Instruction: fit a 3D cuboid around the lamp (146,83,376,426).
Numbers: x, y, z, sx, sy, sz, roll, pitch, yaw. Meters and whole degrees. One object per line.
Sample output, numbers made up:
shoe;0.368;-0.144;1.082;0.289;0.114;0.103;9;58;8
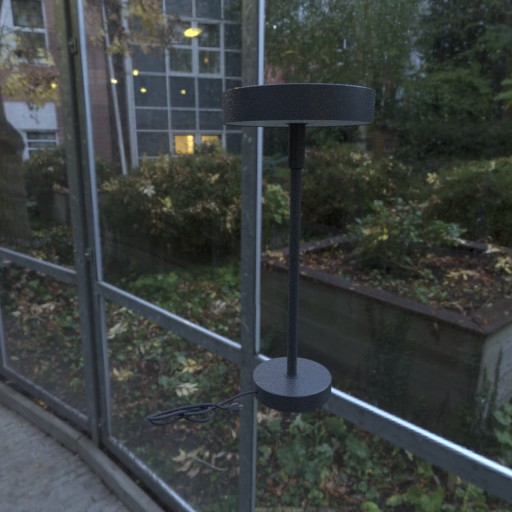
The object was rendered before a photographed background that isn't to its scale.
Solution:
lamp;0.000;0.000;0.700;0.369;0.508;0.229;-7;15;-25
